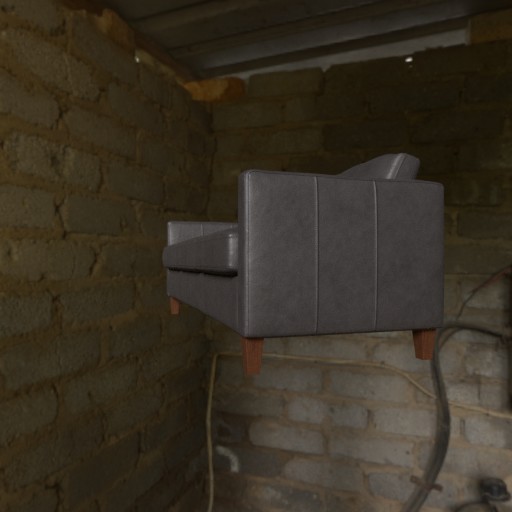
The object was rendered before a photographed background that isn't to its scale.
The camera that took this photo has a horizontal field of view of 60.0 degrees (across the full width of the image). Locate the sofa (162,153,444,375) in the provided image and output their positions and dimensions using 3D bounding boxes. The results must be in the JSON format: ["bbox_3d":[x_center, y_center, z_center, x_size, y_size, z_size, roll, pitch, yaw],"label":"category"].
[{"bbox_3d":[0.000,0.000,3.030,1.045,1.006,2.464,0,-1,-18],"label":"sofa"}]
